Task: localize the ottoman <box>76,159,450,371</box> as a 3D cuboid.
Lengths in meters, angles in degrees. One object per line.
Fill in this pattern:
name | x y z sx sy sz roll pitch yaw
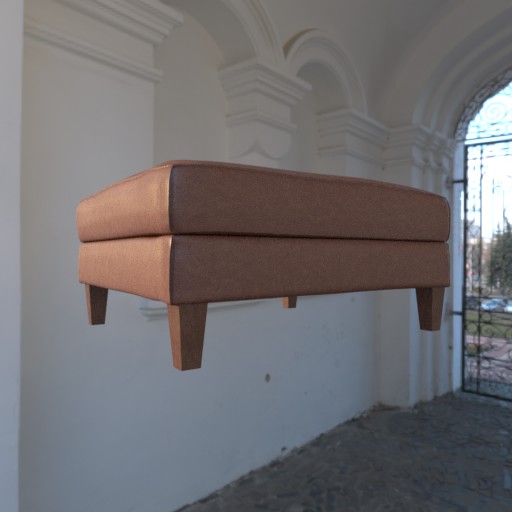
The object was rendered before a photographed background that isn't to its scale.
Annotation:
ottoman | 0.000 0.000 1.481 0.987 0.472 0.836 0 0 -34
